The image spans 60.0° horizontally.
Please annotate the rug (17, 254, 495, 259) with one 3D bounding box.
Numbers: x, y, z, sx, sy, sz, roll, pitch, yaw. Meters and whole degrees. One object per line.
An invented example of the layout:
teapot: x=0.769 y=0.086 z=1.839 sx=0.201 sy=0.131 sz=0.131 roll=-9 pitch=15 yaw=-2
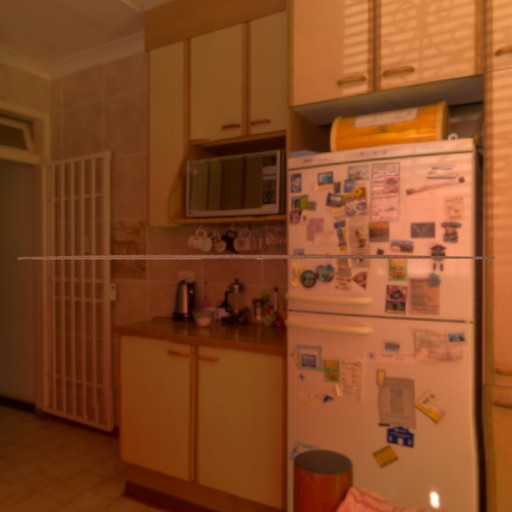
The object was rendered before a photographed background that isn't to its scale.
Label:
rug: x=0.000 y=0.000 z=4.051 sx=3.068 sy=0.021 sz=2.456 roll=0 pitch=0 yaw=-1
